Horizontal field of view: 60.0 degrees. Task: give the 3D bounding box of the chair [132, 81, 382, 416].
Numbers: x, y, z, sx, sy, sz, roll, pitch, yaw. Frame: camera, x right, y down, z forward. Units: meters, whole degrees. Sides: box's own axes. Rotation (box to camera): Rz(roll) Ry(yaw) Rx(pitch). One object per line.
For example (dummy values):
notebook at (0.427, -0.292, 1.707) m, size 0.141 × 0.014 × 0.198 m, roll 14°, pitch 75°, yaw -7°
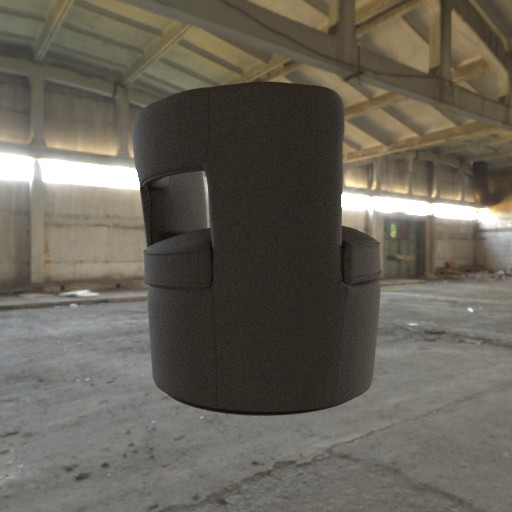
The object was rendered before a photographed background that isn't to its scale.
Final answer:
chair at (0.000, 0.000, 1.237) m, size 0.660 × 0.719 × 0.689 m, roll 0°, pitch 0°, yaw -36°
